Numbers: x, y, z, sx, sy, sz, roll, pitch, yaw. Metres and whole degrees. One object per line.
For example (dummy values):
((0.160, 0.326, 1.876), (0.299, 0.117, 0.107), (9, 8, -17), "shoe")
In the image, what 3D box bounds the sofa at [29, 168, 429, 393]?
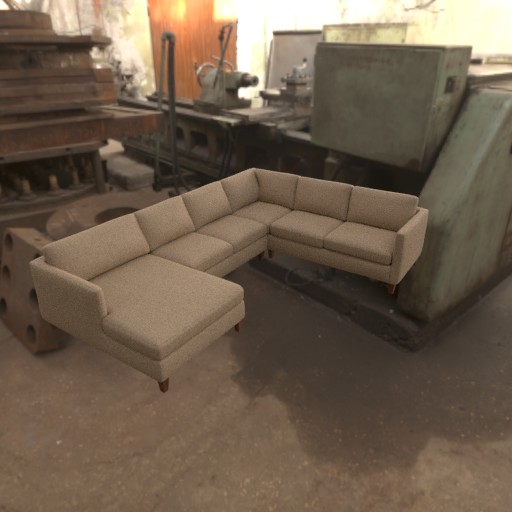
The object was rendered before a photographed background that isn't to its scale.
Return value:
((0.000, 0.000, 4.564), (2.551, 0.889, 3.403), (17, 30, 31), "sofa")
